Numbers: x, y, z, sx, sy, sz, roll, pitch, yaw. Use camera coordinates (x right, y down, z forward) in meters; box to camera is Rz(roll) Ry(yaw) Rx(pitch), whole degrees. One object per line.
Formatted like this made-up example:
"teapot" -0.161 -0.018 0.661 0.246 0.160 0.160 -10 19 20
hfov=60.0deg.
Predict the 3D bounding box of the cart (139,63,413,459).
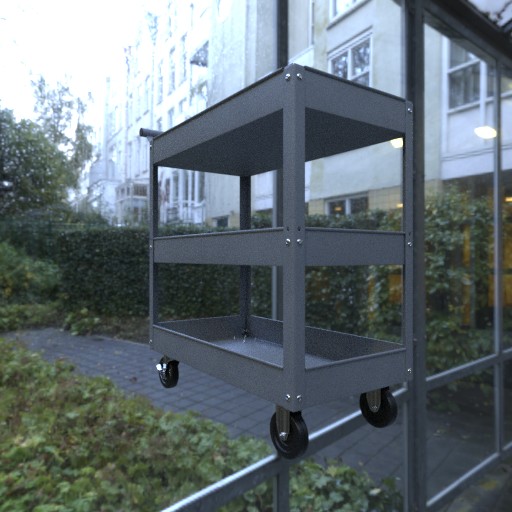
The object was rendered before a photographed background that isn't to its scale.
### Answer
"cart" 0.000 0.000 1.172 0.366 0.780 0.719 0 0 -36
